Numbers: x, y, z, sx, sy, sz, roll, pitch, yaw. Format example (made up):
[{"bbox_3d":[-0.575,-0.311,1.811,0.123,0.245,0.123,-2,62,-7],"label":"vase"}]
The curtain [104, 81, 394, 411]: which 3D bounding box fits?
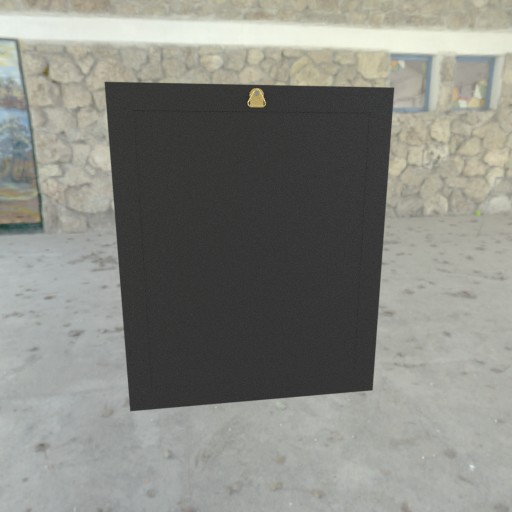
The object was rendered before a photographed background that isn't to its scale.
[{"bbox_3d":[0.000,0.000,0.807,0.483,0.585,0.027,-2,14,-8],"label":"curtain"}]
